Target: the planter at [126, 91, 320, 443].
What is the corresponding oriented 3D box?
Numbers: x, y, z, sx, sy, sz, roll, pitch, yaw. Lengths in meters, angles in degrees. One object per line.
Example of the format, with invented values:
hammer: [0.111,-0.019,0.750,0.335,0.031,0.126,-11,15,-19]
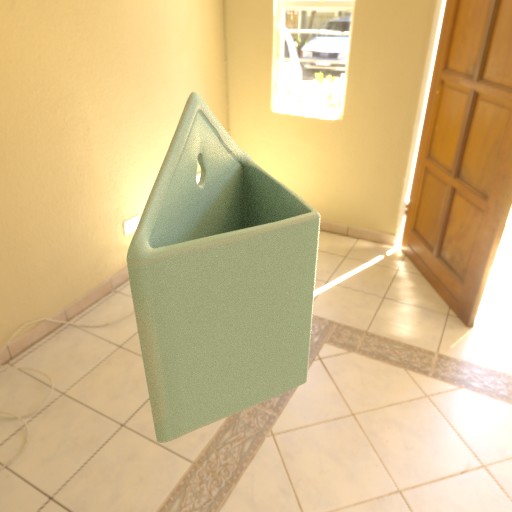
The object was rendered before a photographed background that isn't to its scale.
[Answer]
planter: [0.000,0.000,0.286,0.079,0.197,0.164,10,32,17]
